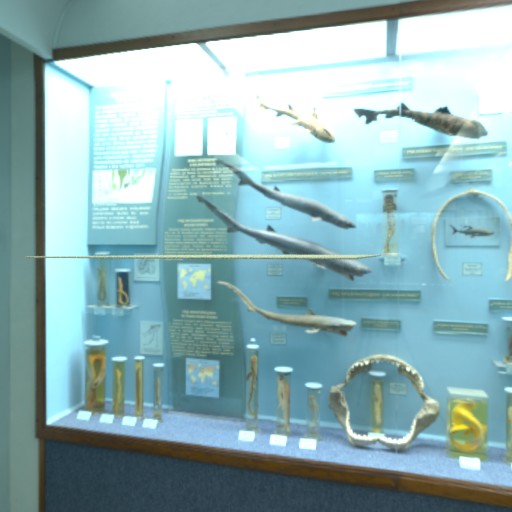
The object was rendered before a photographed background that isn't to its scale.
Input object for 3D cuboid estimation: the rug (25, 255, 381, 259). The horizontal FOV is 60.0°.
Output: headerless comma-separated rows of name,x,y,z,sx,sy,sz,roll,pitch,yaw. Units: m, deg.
rug,0.000,0.000,2.216,1.143,0.006,1.747,0,0,18
